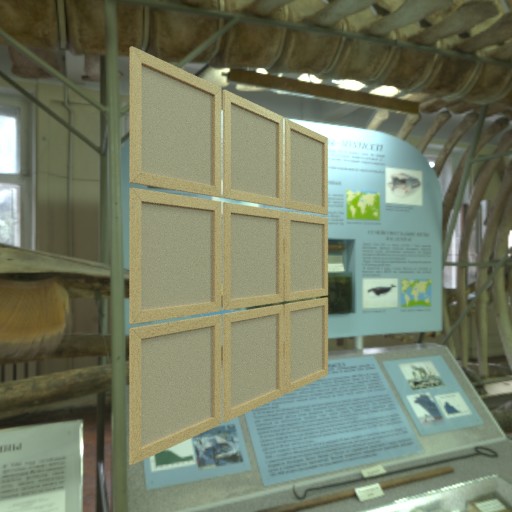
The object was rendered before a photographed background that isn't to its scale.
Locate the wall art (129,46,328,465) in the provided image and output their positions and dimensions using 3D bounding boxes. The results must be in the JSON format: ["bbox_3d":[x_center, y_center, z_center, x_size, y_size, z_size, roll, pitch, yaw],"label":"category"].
[{"bbox_3d":[0.000,0.000,2.207,0.014,1.507,1.519,0,0,37],"label":"wall art"}]
